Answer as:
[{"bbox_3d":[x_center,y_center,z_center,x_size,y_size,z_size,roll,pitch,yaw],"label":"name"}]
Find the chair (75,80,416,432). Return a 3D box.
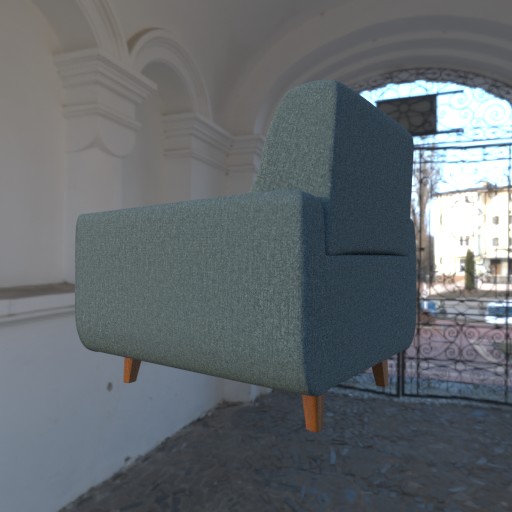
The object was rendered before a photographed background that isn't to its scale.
[{"bbox_3d":[0.000,0.000,1.631,0.964,0.940,0.880,0,0,36],"label":"chair"}]
